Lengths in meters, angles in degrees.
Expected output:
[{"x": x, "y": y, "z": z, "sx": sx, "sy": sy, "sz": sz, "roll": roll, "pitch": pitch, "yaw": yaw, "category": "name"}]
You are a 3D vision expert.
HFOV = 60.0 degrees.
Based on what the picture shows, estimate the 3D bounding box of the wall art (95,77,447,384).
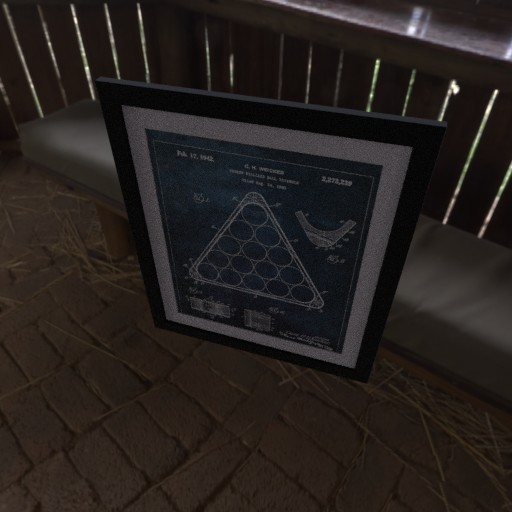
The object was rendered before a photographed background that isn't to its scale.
[{"x": 0.000, "y": 0.000, "z": 0.500, "sx": 0.311, "sy": 0.361, "sz": 0.010, "roll": 12, "pitch": 44, "yaw": 13, "category": "wall art"}]
